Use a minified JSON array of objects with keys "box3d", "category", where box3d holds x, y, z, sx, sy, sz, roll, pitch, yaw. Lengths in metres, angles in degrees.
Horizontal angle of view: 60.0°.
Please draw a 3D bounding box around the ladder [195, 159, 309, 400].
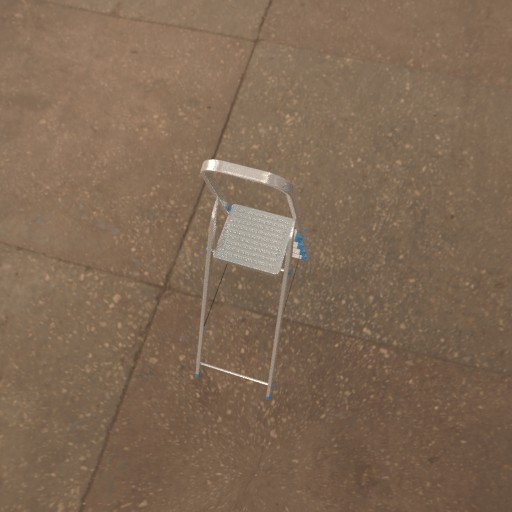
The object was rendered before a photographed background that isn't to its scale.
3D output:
[{"box3d":[0.000,0.000,2.113,0.468,1.648,0.990,15,65,7],"category":"ladder"}]
